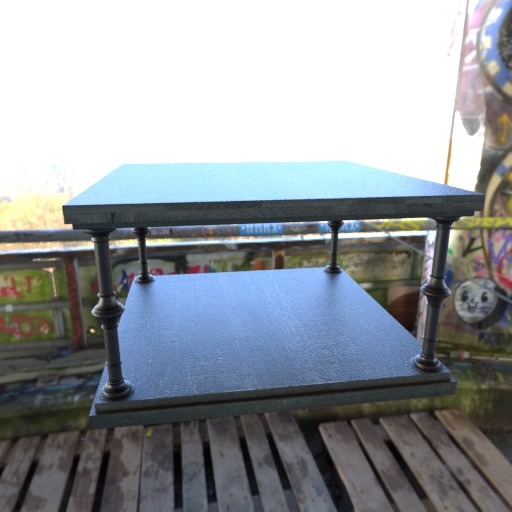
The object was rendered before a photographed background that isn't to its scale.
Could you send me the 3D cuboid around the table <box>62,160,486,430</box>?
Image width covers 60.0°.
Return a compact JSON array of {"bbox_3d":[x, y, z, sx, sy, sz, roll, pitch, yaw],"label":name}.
[{"bbox_3d":[0.000,0.000,1.102,0.696,0.400,0.696,-3,17,-8],"label":"table"}]
